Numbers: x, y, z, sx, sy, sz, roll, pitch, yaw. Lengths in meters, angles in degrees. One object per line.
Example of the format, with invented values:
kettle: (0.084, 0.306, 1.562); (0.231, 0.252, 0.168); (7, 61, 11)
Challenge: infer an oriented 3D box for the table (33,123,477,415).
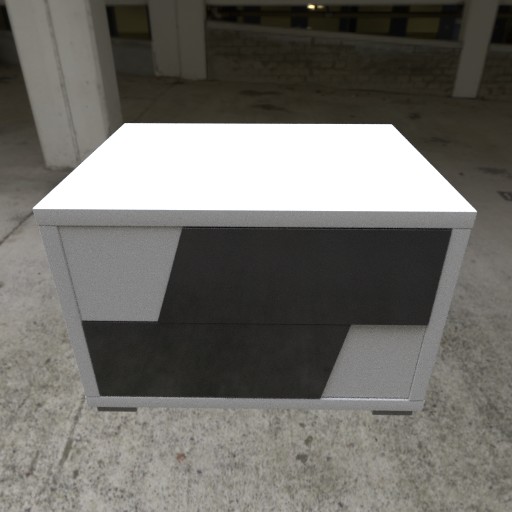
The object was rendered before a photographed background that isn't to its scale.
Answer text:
table: (0.000, 0.000, 0.775); (0.517, 0.357, 0.399); (0, 30, 1)
